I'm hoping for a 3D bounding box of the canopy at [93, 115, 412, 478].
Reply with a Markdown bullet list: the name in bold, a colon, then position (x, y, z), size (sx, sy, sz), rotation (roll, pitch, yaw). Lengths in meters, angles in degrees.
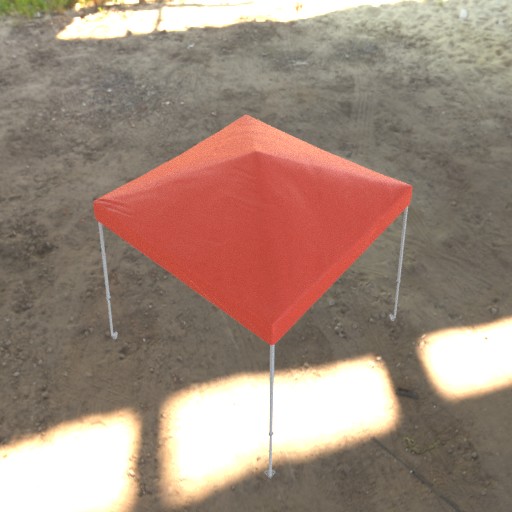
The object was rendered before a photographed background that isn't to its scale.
- **canopy**: position (0.000, 0.000, 5.225), size (2.850, 2.850, 2.849), rotation (32, 54, 27)
